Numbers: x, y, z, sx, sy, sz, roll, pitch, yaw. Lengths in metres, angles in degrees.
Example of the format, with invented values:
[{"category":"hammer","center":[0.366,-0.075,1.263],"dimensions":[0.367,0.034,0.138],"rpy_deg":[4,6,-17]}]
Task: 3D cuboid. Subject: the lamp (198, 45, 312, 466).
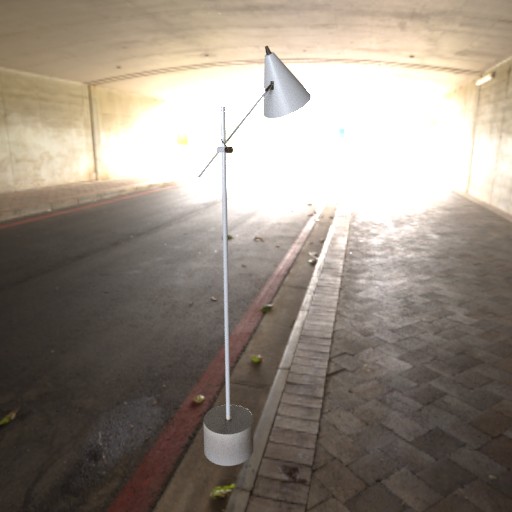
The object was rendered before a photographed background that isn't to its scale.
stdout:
[{"category":"lamp","center":[0.000,0.000,1.613],"dimensions":[0.508,1.430,0.223],"rpy_deg":[-14,20,-43]}]
